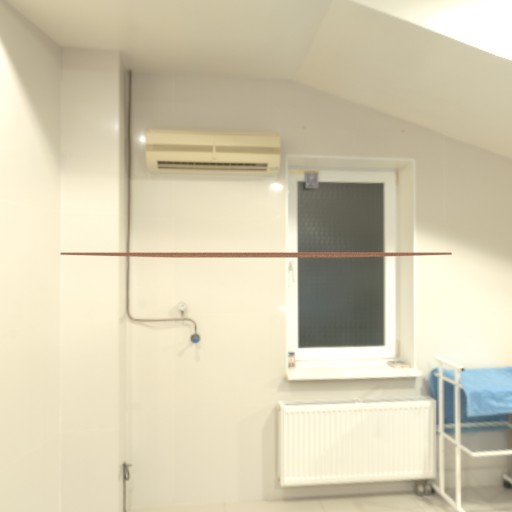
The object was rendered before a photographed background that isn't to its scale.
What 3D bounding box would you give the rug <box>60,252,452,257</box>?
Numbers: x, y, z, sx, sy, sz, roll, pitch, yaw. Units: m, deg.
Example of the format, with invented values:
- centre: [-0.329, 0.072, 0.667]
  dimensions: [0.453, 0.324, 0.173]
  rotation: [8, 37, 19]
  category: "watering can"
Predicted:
- centre: [0.000, 0.000, 2.283]
  dimensions: [1.217, 0.007, 1.828]
  rotation: [0, 0, 0]
  category: "rug"
